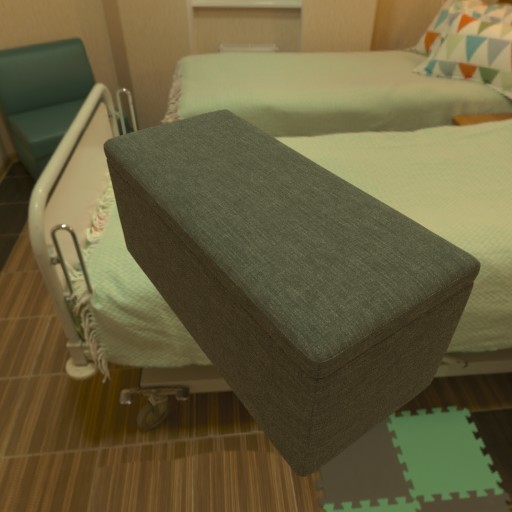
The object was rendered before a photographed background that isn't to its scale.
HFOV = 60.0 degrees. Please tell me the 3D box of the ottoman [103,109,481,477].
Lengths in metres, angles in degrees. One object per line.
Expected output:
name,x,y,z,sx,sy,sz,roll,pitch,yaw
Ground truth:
ottoman,0.000,0.000,1.111,0.419,0.432,0.902,-24,45,-26
